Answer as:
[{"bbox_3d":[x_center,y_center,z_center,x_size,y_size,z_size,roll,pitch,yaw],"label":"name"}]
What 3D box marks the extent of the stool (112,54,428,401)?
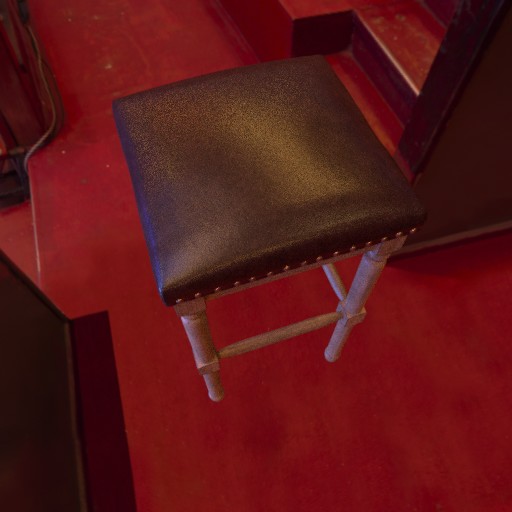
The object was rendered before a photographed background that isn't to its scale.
[{"bbox_3d":[0.000,0.000,0.927,0.383,0.702,0.382,-16,60,-10],"label":"stool"}]
